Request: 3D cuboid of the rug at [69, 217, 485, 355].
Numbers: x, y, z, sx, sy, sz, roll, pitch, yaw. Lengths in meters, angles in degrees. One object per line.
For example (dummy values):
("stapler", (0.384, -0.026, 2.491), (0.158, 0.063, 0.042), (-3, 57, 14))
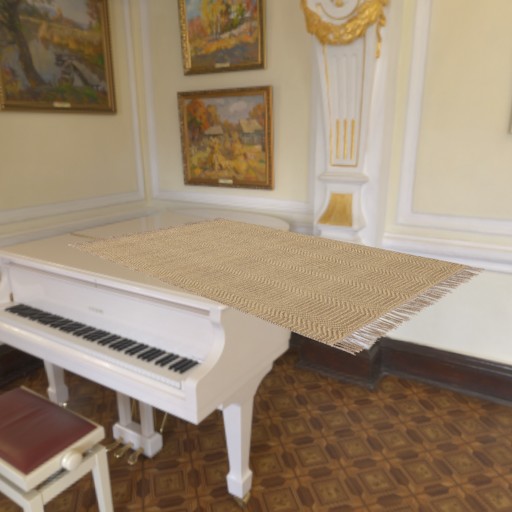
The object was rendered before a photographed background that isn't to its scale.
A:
("rug", (0.000, 0.000, 3.058), (2.523, 0.034, 1.528), (14, 21, 42))
